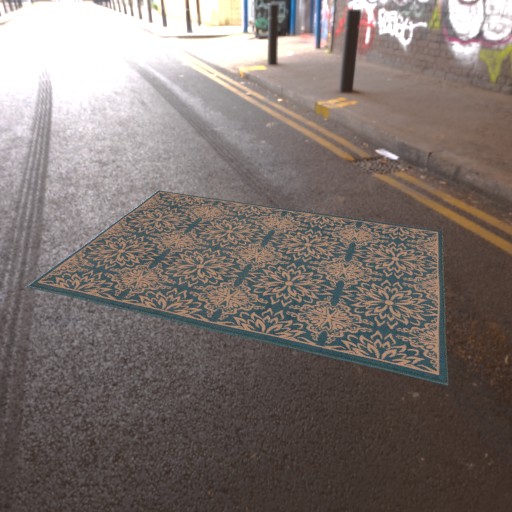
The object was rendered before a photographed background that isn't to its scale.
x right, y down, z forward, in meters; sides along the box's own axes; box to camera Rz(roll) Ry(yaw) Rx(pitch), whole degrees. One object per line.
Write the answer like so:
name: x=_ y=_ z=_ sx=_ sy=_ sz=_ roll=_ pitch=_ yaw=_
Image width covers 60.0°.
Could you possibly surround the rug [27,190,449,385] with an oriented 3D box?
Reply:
rug: x=0.000 y=0.000 z=2.288 sx=1.833 sy=0.012 sz=1.211 roll=10 pitch=33 yaw=16
